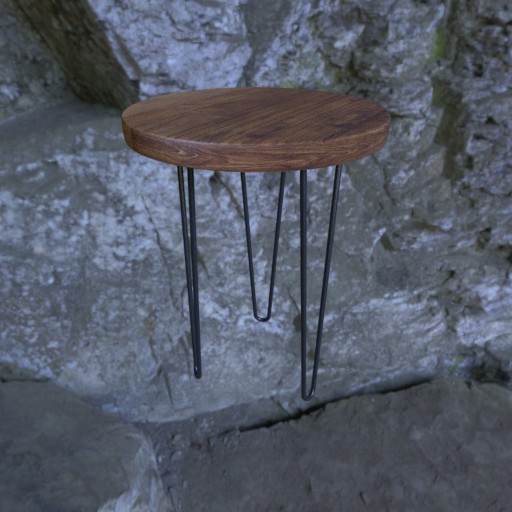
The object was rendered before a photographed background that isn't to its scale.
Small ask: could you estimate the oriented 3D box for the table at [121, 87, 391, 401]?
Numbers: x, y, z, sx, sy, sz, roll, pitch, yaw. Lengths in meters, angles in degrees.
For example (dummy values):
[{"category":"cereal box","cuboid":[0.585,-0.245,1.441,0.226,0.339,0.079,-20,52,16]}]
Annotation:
[{"category":"table","cuboid":[0.000,0.000,0.806,0.400,0.520,0.400,0,30,0]}]
